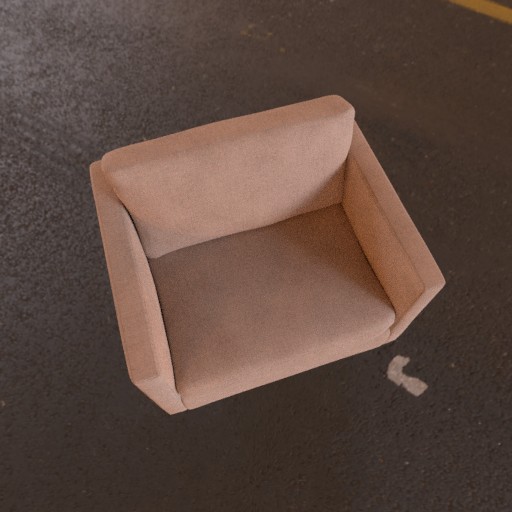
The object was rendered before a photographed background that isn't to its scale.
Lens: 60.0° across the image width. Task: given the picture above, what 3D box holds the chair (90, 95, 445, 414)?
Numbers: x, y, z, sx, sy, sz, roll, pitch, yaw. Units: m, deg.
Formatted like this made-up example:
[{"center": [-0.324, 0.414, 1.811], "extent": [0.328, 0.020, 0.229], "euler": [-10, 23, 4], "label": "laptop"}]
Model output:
[{"center": [0.000, 0.000, 1.889], "extent": [1.133, 0.961, 0.959], "euler": [-16, 64, -8], "label": "chair"}]
